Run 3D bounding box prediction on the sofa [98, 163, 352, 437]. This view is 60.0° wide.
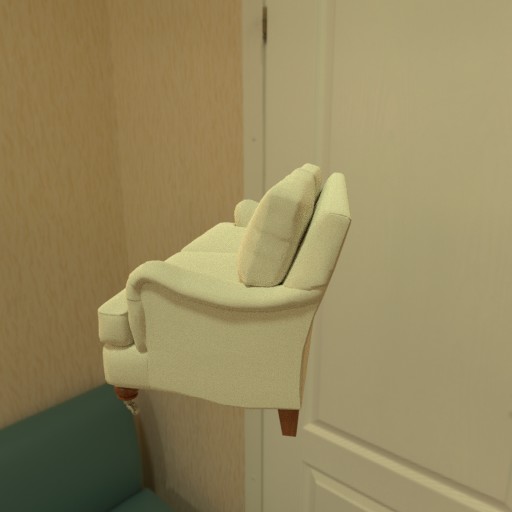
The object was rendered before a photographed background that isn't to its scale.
[{"bbox_3d":[0.000,0.000,2.809,1.086,1.087,2.159,3,15,10],"label":"sofa"}]
